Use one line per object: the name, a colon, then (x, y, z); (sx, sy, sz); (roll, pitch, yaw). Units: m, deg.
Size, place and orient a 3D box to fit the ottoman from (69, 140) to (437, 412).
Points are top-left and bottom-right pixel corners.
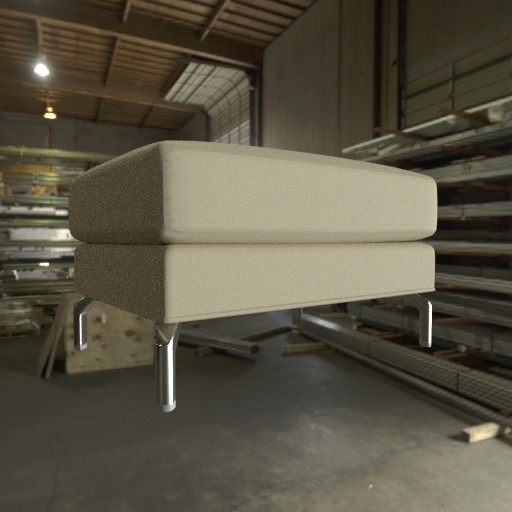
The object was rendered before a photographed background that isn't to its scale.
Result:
ottoman: (0.000, 0.000, 1.198); (0.835, 0.497, 0.581); (-2, 3, -36)
